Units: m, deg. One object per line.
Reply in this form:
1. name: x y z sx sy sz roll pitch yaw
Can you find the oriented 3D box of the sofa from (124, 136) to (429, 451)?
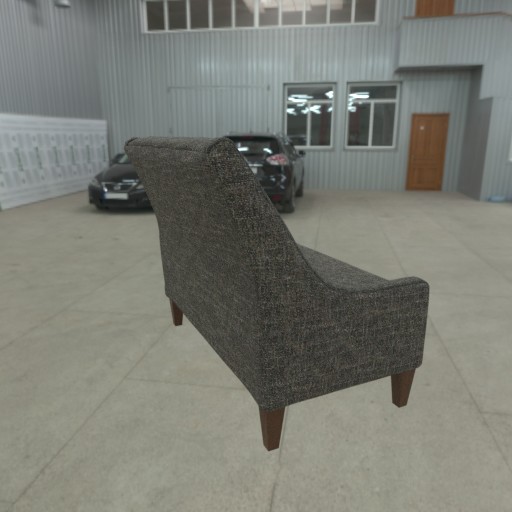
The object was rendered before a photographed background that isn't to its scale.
1. sofa: 0.000 0.000 1.958 0.870 1.021 1.242 -7 17 -25
